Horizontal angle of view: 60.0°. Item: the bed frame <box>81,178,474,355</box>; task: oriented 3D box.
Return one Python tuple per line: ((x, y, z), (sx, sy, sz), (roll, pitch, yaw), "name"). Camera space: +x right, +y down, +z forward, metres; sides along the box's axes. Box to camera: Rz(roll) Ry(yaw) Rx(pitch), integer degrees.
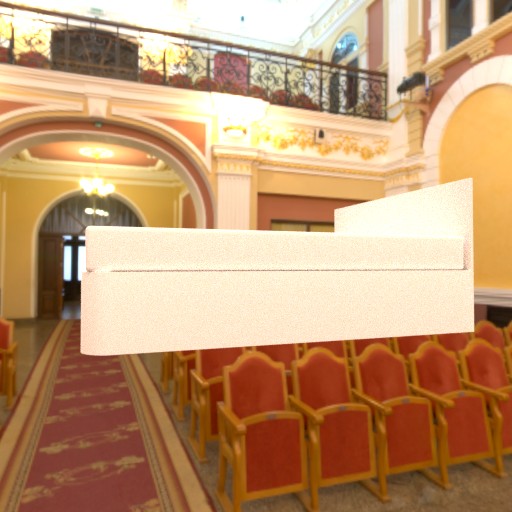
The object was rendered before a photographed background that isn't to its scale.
((0.000, 0.000, 2.644), (1.900, 0.800, 1.400), (0, -1, -20), "bed frame")
